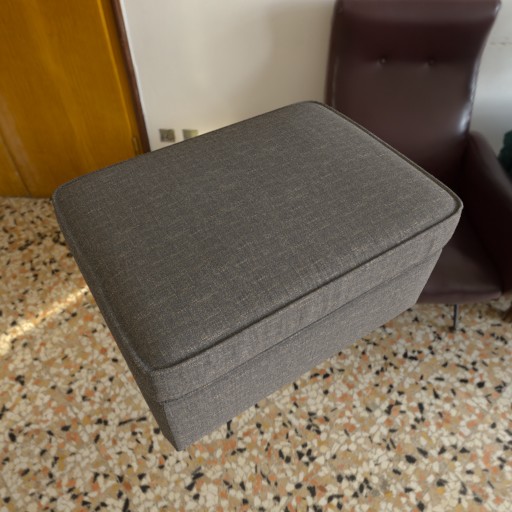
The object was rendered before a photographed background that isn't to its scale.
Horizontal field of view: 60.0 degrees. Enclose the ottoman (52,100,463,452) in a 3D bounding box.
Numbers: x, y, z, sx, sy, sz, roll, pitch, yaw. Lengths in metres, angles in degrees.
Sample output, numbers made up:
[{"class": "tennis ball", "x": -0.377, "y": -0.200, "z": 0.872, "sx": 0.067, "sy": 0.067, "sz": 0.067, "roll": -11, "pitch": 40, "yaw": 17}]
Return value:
[{"class": "ottoman", "x": 0.000, "y": 0.000, "z": 1.071, "sx": 0.749, "sy": 0.450, "sz": 0.549, "roll": -26, "pitch": 53, "yaw": -21}]
